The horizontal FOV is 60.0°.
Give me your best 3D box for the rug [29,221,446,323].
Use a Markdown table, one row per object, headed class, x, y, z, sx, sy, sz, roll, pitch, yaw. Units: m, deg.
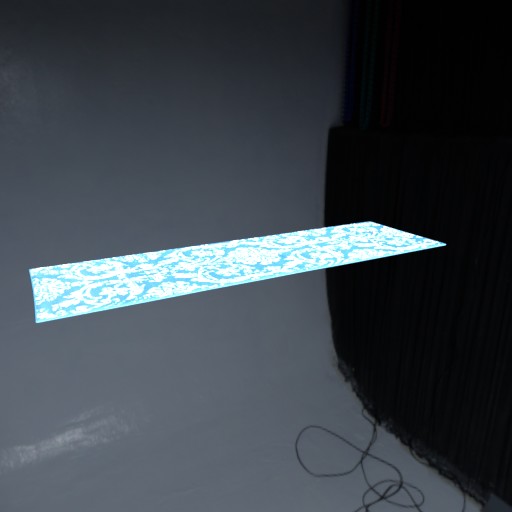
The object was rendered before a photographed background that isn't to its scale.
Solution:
| class | x | y | z | sx | sy | sz | roll | pitch | yaw |
| --- | --- | --- | --- | --- | --- | --- | --- | --- | --- |
| rug | 0.000 | 0.000 | 2.405 | 2.196 | 0.011 | 0.662 | -9 | 20 | -27 |
